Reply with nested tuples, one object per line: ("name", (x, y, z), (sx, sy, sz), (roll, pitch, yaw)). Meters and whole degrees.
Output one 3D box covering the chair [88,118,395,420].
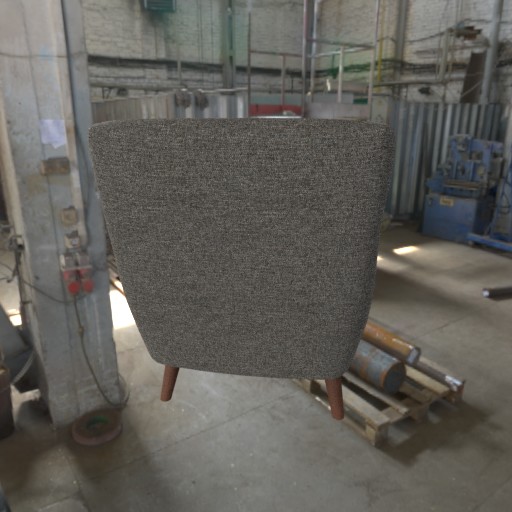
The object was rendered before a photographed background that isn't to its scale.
("chair", (0.000, 0.000, 1.752), (0.889, 1.039, 0.940), (3, 17, 9))
